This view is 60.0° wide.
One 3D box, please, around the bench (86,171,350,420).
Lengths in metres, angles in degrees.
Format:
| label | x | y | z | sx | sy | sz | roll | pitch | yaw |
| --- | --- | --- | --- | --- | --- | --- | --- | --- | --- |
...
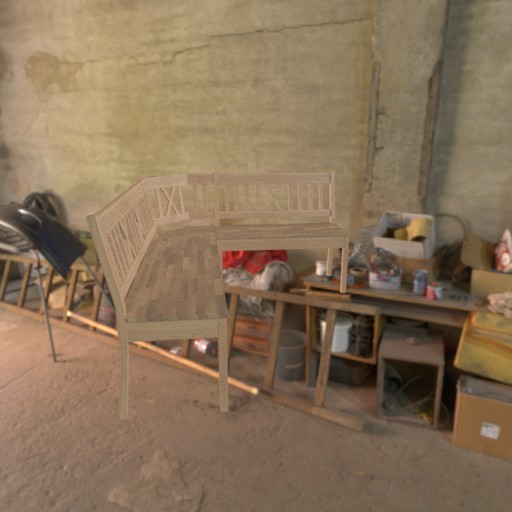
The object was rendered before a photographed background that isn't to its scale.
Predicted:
| label | x | y | z | sx | sy | sz | roll | pitch | yaw |
| --- | --- | --- | --- | --- | --- | --- | --- | --- | --- |
| bench | 0.000 | 0.000 | 2.818 | 1.537 | 0.902 | 1.937 | -2 | 16 | -7 |
